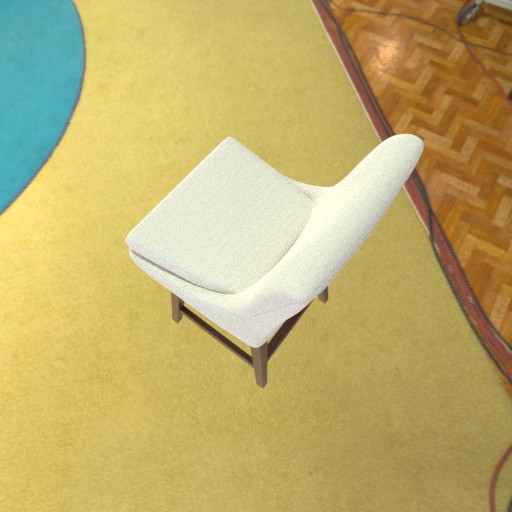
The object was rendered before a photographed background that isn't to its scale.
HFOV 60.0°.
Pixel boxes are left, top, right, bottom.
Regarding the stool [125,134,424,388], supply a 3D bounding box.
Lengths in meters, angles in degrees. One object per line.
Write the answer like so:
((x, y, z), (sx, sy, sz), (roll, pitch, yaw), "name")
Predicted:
((0.000, 0.000, 1.303), (0.559, 0.991, 0.483), (34, 68, 16), "stool")
